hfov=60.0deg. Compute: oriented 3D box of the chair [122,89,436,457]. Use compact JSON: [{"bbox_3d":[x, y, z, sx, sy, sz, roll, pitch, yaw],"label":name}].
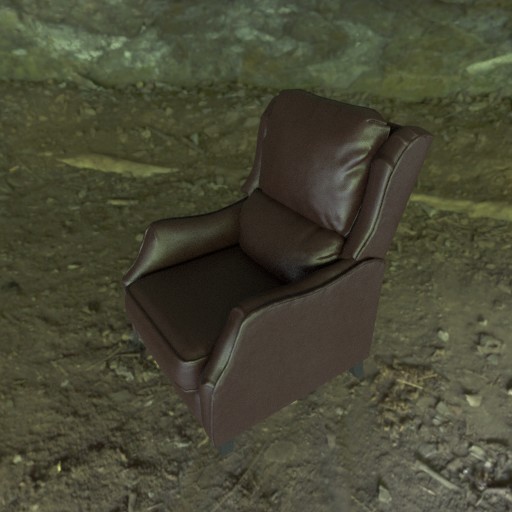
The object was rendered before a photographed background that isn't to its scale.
[{"bbox_3d":[0.000,0.000,1.765,0.982,1.132,0.770,-20,37,-29],"label":"chair"}]
